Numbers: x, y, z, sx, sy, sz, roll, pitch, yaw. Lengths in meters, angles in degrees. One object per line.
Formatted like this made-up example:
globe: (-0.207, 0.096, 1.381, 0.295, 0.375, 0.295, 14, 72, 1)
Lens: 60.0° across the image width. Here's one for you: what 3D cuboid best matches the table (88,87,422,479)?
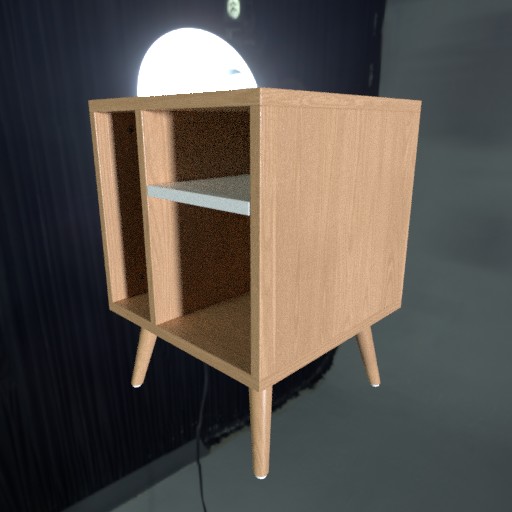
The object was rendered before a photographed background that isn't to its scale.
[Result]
table: (0.000, 0.000, 0.829, 0.400, 0.550, 0.400, 15, 22, 42)
